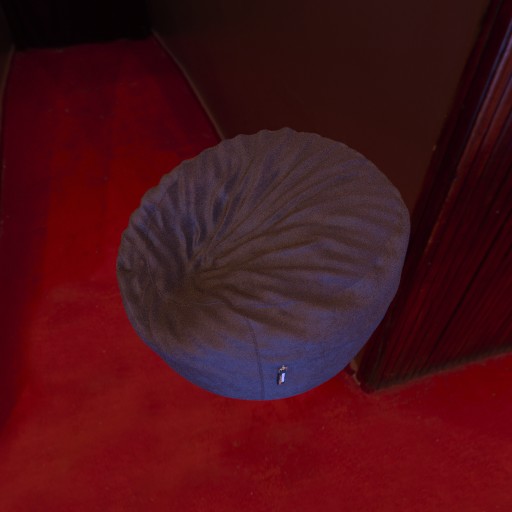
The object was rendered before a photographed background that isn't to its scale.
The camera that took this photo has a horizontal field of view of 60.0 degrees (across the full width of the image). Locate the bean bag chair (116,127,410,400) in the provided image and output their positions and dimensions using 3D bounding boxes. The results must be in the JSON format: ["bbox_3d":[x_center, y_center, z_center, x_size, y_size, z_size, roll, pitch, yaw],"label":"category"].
[{"bbox_3d":[0.000,0.000,2.063,1.245,0.821,1.245,0,47,0],"label":"bean bag chair"}]
